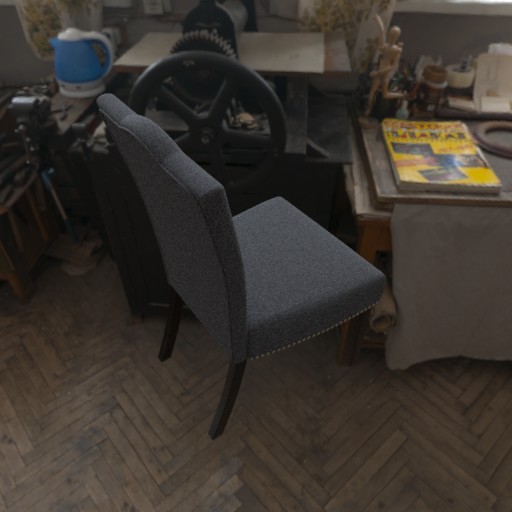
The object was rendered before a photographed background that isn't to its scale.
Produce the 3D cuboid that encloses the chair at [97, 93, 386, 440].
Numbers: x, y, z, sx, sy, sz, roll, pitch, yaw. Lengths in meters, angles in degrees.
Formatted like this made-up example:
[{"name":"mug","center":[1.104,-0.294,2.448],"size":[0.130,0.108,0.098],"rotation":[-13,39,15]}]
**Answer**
[{"name":"chair","center":[0.000,0.000,1.277],"size":[0.589,0.946,0.518],"rotation":[-25,48,-26]}]
